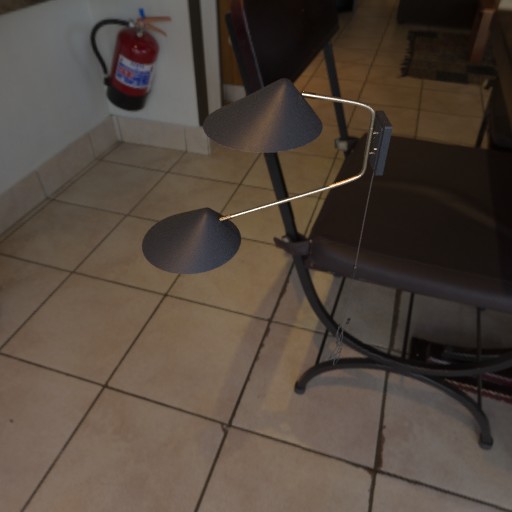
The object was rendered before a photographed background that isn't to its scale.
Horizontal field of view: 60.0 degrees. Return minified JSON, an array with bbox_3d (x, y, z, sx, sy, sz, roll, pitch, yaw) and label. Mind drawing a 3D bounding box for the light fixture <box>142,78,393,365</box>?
[{"bbox_3d":[0.000,0.000,0.853,0.422,0.665,0.189,0,40,0],"label":"light fixture"}]
